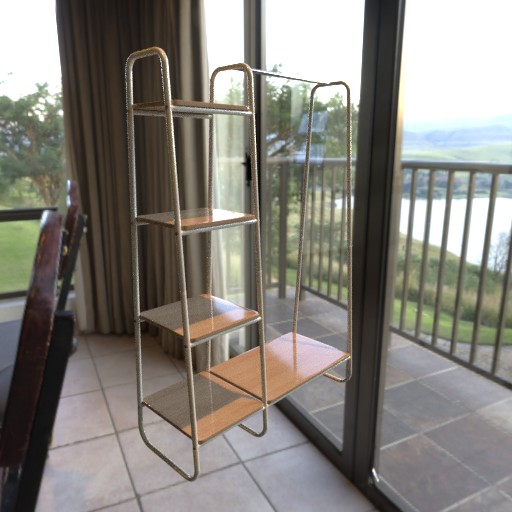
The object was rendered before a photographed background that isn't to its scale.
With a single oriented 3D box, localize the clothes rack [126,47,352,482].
[{"bbox_3d":[0.000,0.000,1.905,0.400,1.500,1.011,13,19,43],"label":"clothes rack"}]
